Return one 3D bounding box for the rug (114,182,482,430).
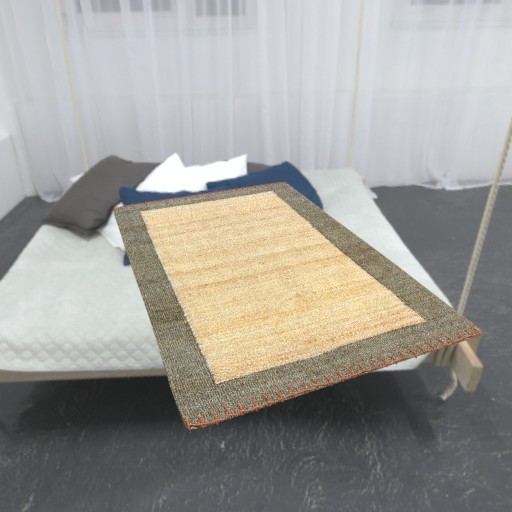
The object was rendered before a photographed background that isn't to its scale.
[{"bbox_3d":[0.000,0.000,2.281,1.220,0.019,1.838,-12,32,-19],"label":"rug"}]
